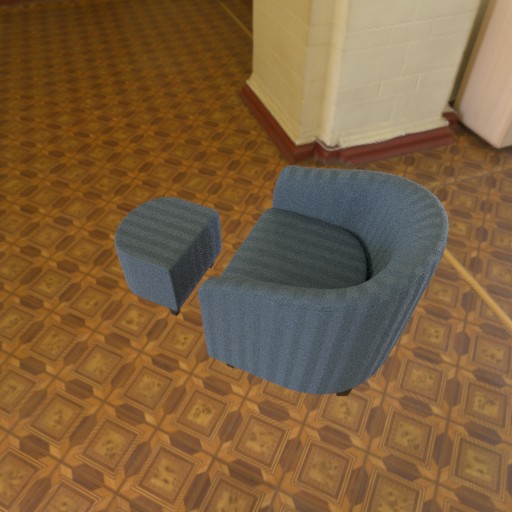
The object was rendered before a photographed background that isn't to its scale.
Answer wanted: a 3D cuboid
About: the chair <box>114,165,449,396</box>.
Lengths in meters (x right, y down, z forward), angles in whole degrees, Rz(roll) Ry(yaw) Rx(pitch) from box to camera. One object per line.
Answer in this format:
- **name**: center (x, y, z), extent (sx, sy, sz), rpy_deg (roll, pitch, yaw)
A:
- **chair**: center (0.000, 0.000, 1.793), extent (1.288, 0.757, 0.756), rpy_deg (18, 49, 17)
